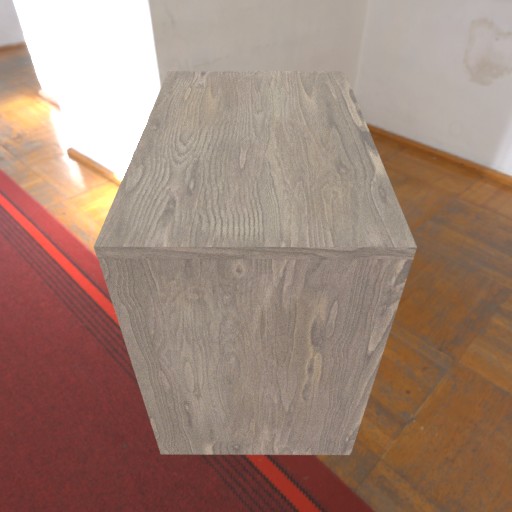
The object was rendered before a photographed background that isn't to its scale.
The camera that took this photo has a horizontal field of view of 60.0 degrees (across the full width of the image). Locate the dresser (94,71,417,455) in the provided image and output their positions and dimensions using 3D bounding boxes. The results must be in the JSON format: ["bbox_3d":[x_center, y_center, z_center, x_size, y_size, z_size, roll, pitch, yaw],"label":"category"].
[{"bbox_3d":[0.000,0.000,1.280,0.529,0.762,0.809,0,42,0],"label":"dresser"}]
